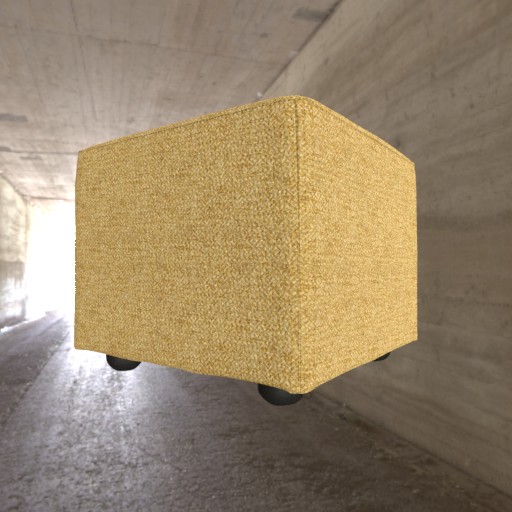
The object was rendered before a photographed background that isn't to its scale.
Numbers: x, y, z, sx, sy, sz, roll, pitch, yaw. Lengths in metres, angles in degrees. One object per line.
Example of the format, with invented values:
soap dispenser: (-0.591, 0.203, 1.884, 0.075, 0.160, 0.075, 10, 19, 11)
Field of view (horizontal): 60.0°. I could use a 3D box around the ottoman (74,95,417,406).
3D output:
ottoman: (0.000, 0.000, 0.893, 0.512, 0.441, 0.505, -1, -2, 36)
